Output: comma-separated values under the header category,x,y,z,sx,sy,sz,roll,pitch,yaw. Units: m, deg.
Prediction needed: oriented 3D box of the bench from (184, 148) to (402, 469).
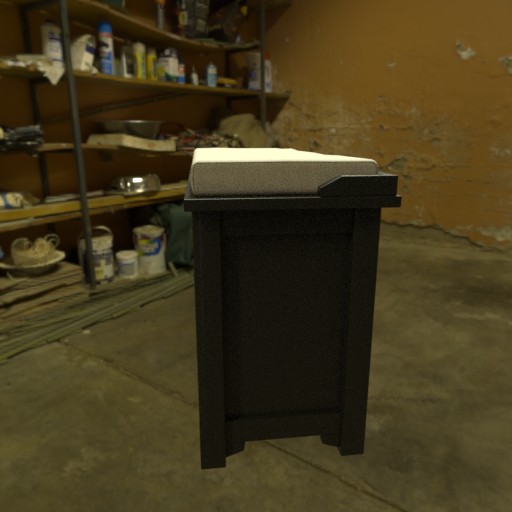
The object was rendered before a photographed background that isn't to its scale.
category,x,y,z,sx,sy,sz,roll,pitch,yaw
bench,0.000,0.000,1.208,0.345,0.561,0.973,-2,15,-7
